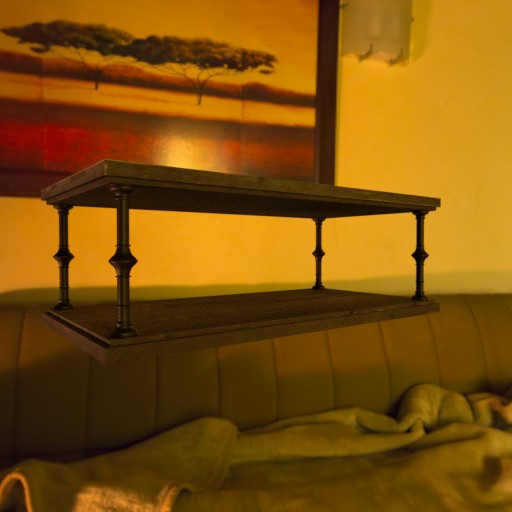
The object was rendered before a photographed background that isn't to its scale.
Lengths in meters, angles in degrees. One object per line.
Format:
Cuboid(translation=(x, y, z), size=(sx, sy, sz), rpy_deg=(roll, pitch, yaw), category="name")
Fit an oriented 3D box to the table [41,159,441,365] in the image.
Cuboid(translation=(0.000, 0.000, 1.347), size=(1.088, 0.373, 0.554), rpy_deg=(-1, 1, -36), category="table")
